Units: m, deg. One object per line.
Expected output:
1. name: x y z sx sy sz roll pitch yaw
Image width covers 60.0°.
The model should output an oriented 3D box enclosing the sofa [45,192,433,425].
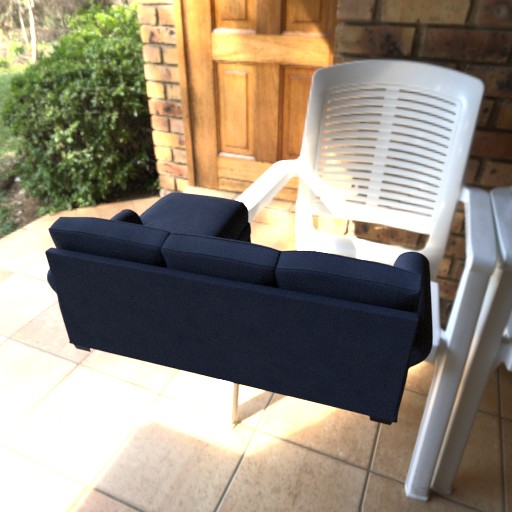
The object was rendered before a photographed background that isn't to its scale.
1. sofa: 0.000 0.000 3.488 2.567 1.063 1.780 9 33 15
